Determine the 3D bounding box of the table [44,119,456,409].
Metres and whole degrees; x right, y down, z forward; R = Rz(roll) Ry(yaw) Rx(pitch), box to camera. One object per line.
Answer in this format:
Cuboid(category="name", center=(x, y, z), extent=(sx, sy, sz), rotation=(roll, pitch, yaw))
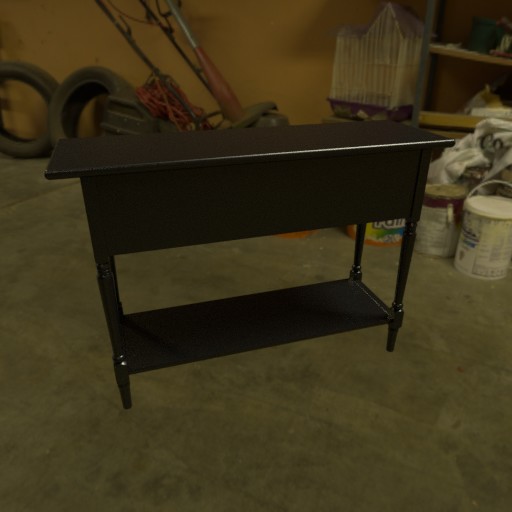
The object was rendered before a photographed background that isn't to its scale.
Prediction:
Cuboid(category="table", center=(0.000, 0.000, 1.571), extent=(1.191, 0.819, 0.386), rotation=(-8, 28, -15))
